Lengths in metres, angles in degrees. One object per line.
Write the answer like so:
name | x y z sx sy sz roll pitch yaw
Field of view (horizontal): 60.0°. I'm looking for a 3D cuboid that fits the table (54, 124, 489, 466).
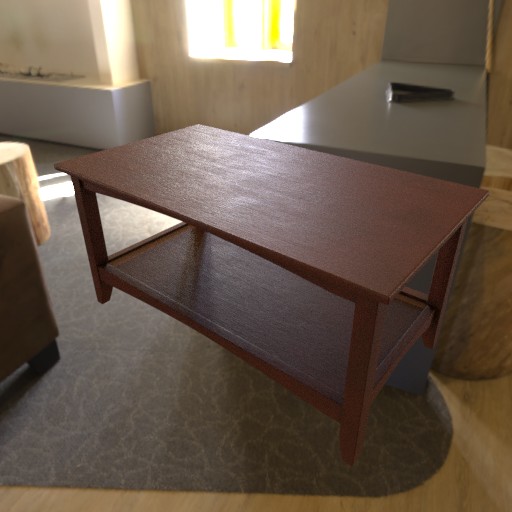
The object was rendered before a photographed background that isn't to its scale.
table | 0.000 0.000 1.204 0.943 0.456 0.533 23 37 33
